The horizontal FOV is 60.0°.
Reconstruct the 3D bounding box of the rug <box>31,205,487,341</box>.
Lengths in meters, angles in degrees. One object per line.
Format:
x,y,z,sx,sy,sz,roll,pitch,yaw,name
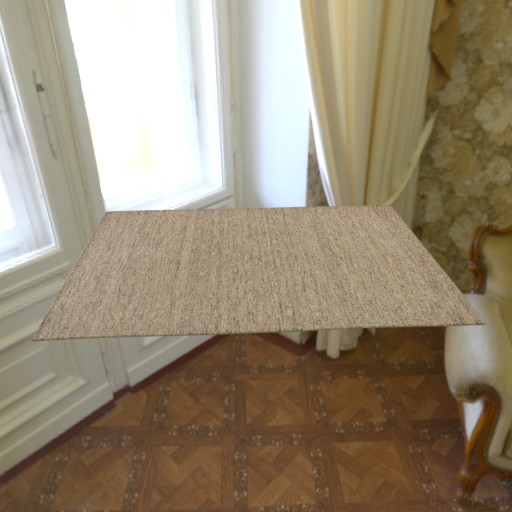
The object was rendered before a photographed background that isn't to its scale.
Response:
0.000,0.000,2.886,2.283,0.013,1.547,-2,30,-3,rug
